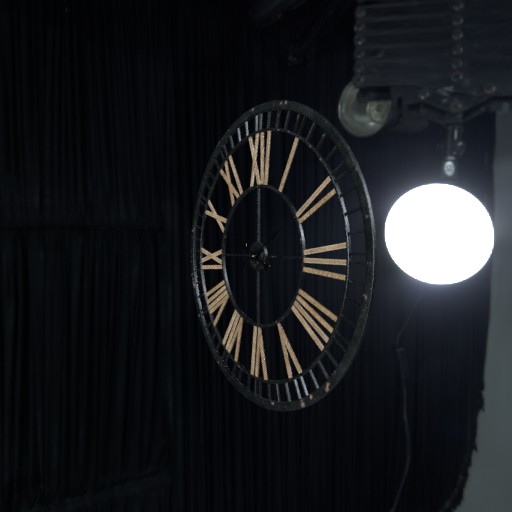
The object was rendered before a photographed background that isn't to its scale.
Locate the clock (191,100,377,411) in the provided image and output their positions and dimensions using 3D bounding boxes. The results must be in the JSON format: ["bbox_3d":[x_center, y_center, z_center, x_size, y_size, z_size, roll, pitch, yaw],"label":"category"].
[{"bbox_3d":[0.000,0.000,1.248,0.025,0.843,0.843,-1,1,-34],"label":"clock"}]
